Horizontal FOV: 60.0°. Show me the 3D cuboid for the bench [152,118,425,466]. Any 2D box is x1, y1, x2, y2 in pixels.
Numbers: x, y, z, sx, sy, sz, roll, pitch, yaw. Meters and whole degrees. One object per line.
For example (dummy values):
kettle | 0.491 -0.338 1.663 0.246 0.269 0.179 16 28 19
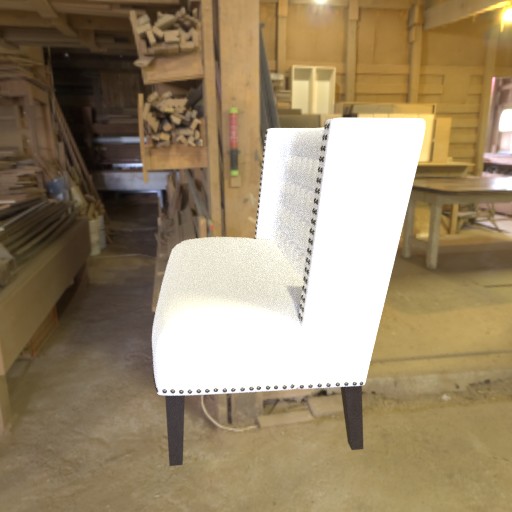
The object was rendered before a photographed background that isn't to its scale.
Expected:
bench | 0.000 0.000 1.977 0.847 1.123 1.280 -2 15 -7
